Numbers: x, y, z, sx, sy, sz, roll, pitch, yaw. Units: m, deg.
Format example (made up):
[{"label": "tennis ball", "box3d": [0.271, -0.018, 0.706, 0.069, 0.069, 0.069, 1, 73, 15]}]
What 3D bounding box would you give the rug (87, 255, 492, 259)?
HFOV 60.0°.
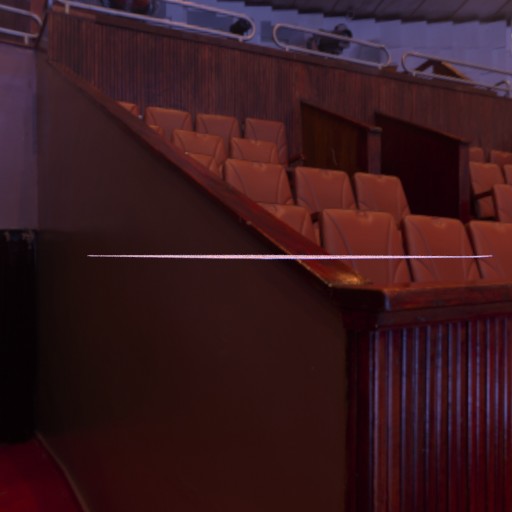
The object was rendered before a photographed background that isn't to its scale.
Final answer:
[{"label": "rug", "box3d": [0.000, 0.000, 2.293, 1.223, 0.008, 1.813, 0, 0, -35]}]
